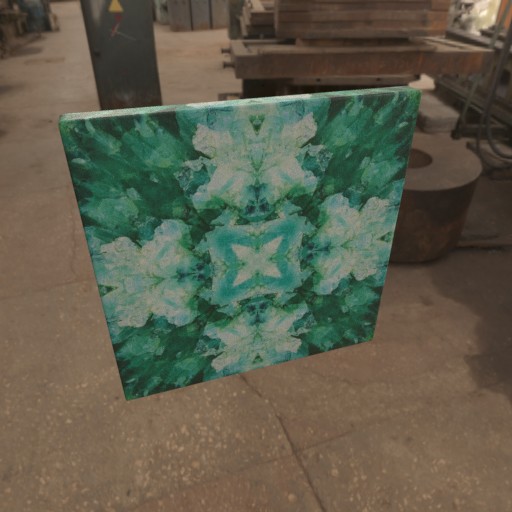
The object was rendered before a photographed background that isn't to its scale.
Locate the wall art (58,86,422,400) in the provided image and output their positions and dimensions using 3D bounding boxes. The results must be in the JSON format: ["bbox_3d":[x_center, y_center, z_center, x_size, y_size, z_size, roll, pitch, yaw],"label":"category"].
[{"bbox_3d":[0.000,0.000,0.744,0.507,0.508,0.038,-10,35,-15],"label":"wall art"}]
